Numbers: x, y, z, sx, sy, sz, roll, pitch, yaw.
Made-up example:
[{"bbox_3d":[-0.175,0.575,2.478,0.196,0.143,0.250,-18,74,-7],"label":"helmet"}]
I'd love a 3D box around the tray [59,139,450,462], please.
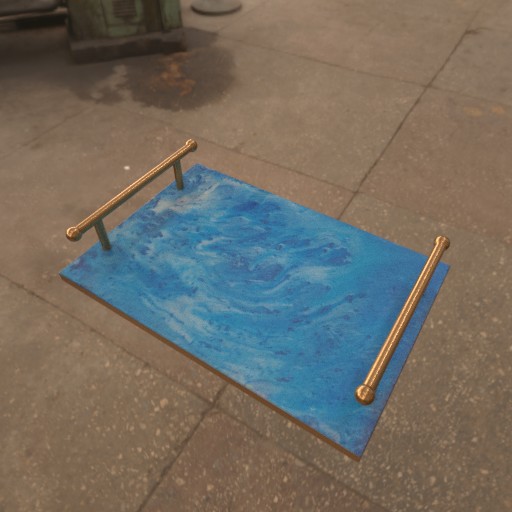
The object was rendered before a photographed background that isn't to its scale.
[{"bbox_3d":[0.000,0.000,0.587,0.444,0.084,0.304,25,52,22],"label":"tray"}]
